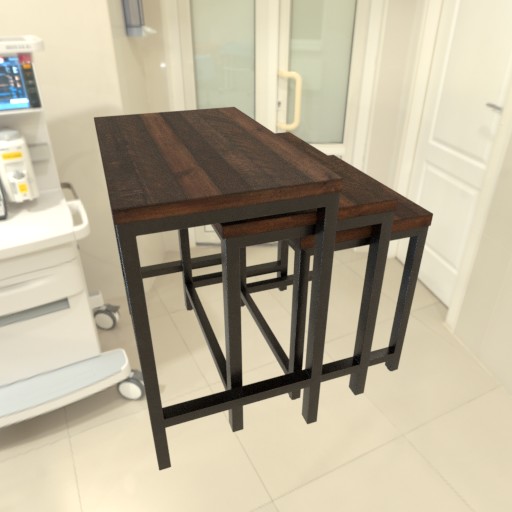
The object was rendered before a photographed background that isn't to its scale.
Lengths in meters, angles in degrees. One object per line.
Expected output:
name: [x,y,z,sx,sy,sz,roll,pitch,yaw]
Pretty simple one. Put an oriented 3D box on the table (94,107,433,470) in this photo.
table: [0.000,0.000,1.133,0.660,0.616,0.608,-10,32,-17]
